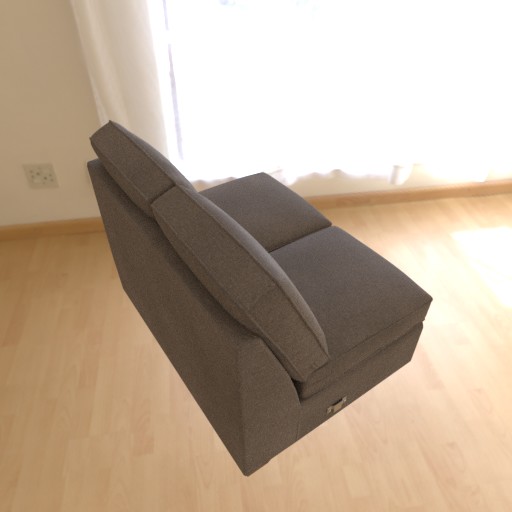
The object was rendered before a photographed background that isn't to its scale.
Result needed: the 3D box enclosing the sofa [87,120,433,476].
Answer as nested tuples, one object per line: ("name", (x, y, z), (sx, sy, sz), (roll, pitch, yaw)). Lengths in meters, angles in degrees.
("sofa", (0.000, 0.000, 1.949), (0.951, 1.008, 1.237), (-24, 46, -25))
